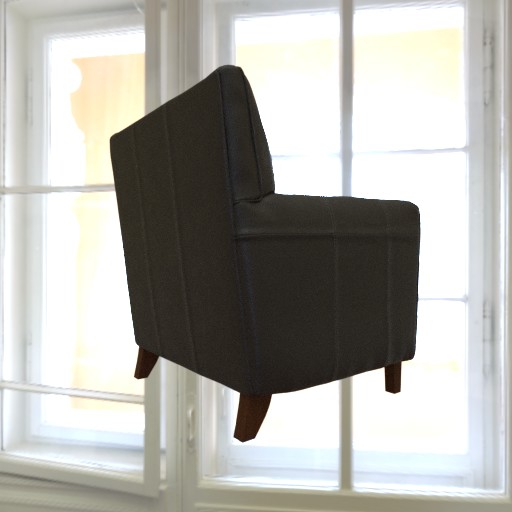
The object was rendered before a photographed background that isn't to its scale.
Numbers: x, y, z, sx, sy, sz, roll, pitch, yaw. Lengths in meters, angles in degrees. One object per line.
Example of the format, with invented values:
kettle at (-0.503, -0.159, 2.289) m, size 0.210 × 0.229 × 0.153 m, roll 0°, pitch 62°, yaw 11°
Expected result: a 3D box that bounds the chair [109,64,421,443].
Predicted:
chair at (0.000, 0.000, 1.613) m, size 0.825 × 0.943 × 0.870 m, roll 0°, pitch 1°, yaw -37°
